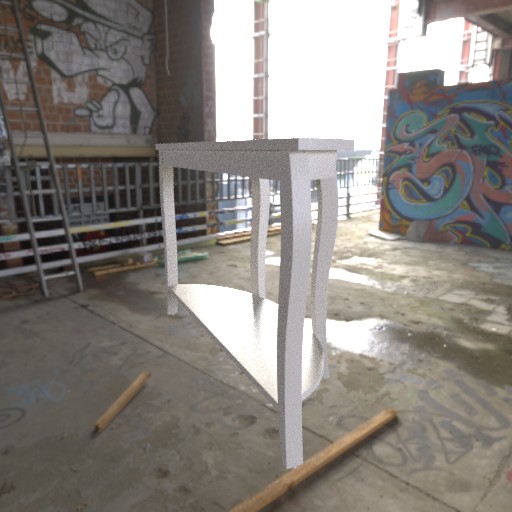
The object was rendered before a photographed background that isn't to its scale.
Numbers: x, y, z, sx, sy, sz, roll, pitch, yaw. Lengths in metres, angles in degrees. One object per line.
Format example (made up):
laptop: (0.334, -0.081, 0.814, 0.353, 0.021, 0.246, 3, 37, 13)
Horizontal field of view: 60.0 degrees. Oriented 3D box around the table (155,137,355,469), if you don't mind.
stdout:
table: (0.000, 0.000, 1.569, 0.394, 0.780, 1.219, -6, 15, -25)
